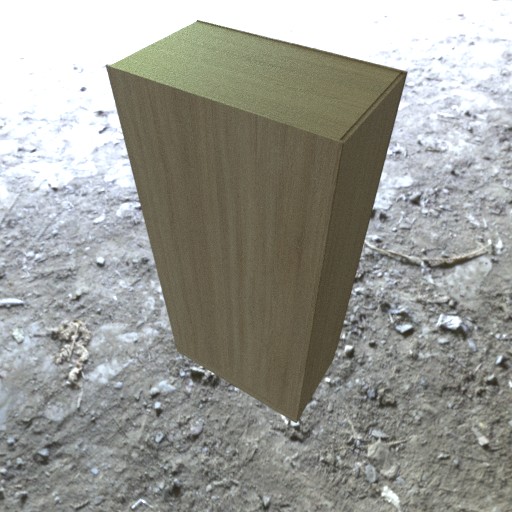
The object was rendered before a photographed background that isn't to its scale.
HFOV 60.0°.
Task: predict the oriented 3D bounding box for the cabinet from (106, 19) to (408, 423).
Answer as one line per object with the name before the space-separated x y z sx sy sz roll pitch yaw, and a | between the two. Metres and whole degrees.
cabinet | 0.000 0.000 2.471 1.001 2.121 0.590 25 52 21
